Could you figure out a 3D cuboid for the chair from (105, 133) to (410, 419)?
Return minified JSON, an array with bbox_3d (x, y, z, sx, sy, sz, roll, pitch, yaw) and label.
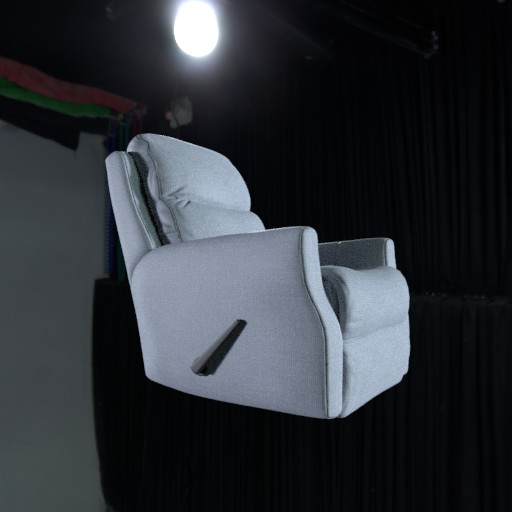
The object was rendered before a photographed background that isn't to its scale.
[{"bbox_3d":[0.000,0.000,1.778,1.080,1.030,0.829,-1,-2,36],"label":"chair"}]
